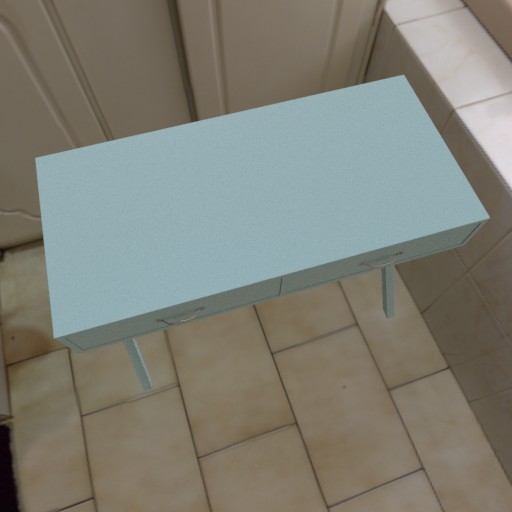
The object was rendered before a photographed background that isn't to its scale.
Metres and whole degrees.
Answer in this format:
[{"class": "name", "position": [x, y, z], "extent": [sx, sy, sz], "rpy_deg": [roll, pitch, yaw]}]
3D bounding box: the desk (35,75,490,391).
[{"class": "desk", "position": [0.000, 0.000, 1.476], "extent": [1.057, 0.780, 0.525], "rpy_deg": [-15, 66, -7]}]
